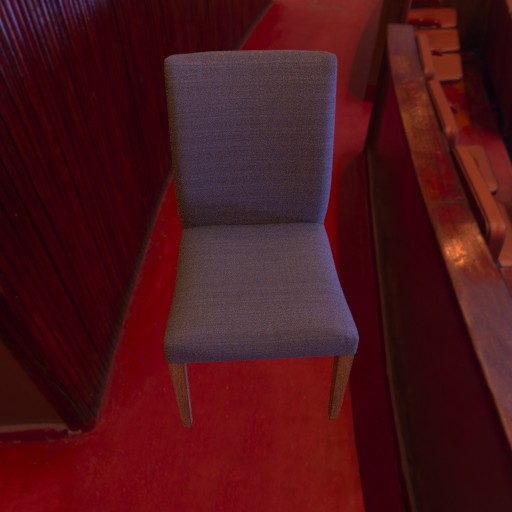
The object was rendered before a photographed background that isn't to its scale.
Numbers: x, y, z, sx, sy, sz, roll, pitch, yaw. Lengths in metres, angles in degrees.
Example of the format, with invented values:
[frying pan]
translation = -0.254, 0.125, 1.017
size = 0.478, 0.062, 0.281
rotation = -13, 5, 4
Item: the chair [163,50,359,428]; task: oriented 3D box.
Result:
[chair]
translation = 0.000, 0.000, 1.271
size = 0.496, 0.940, 0.585
rotation = -2, 47, -2
